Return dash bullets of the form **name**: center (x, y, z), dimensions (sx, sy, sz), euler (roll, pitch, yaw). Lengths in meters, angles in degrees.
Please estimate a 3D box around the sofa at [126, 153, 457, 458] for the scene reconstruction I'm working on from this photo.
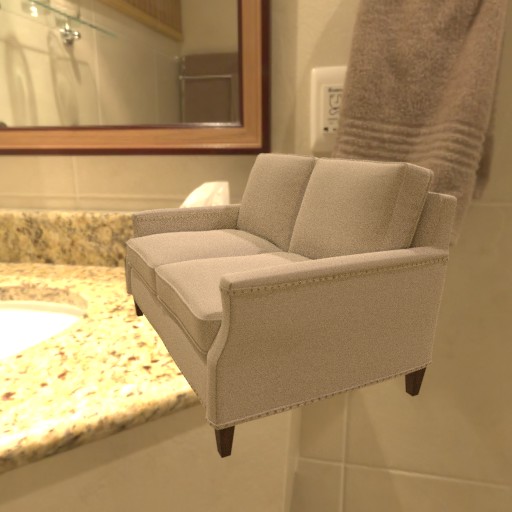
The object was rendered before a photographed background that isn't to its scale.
- **sofa**: center (0.000, 0.000, 2.276), dimensions (1.084, 1.003, 1.597), euler (-7, 16, -25)
